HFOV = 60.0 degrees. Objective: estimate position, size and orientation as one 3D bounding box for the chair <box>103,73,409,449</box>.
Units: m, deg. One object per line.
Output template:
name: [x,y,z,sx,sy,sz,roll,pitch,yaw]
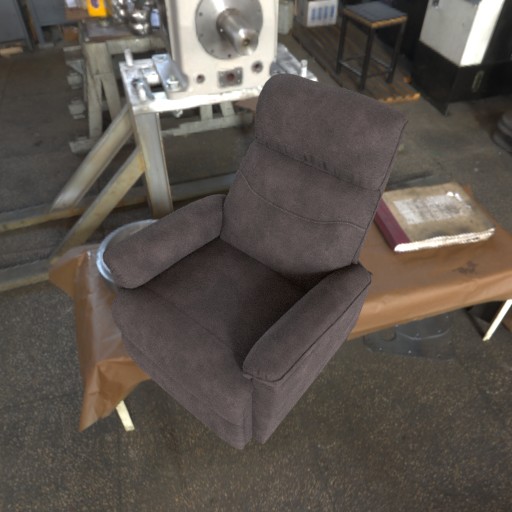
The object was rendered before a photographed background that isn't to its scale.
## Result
chair: [0.000,0.000,1.704,0.830,1.035,1.009,30,52,27]
